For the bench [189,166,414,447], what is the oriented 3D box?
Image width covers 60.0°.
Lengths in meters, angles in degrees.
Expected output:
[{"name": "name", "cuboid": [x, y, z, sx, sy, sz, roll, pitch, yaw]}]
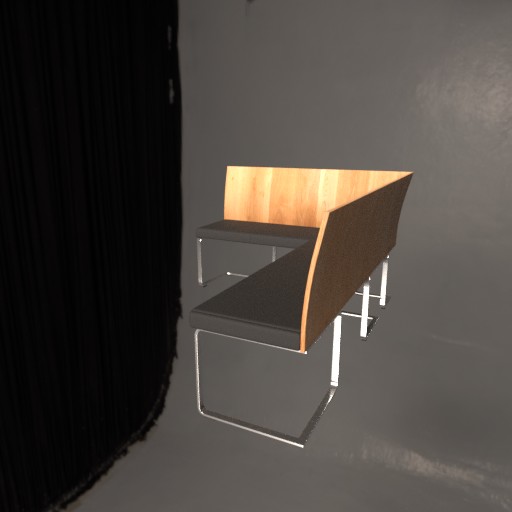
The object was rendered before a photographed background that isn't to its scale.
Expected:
[{"name": "bench", "cuboid": [0.000, 0.000, 2.700, 1.495, 0.930, 1.945, 7, 17, 26]}]
